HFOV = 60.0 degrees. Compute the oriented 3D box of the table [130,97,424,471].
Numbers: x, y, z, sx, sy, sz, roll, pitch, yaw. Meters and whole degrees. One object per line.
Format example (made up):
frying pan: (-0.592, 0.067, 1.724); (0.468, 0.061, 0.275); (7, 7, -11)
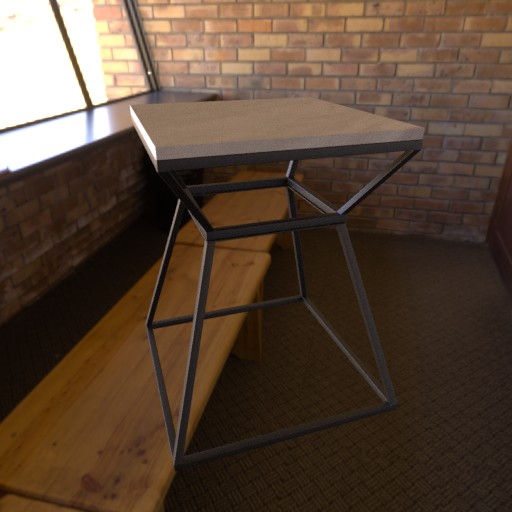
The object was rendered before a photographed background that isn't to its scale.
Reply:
table: (0.000, 0.000, 0.909); (0.455, 0.559, 0.455); (-9, 28, -17)
